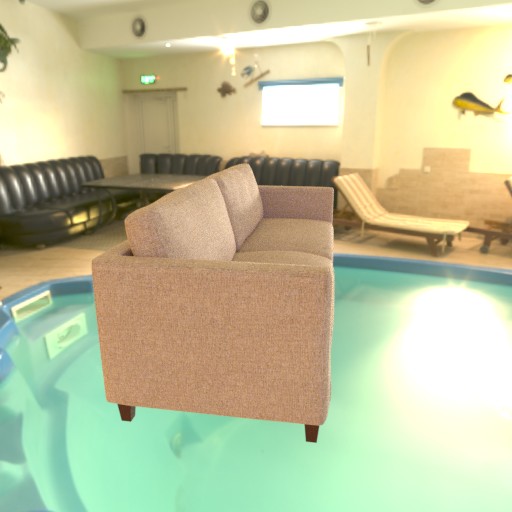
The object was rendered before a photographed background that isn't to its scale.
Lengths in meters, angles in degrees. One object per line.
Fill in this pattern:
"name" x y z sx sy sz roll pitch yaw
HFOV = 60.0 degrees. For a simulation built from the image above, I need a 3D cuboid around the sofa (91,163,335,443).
"sofa" 0.000 0.000 2.715 0.951 0.965 2.208 3 17 9
